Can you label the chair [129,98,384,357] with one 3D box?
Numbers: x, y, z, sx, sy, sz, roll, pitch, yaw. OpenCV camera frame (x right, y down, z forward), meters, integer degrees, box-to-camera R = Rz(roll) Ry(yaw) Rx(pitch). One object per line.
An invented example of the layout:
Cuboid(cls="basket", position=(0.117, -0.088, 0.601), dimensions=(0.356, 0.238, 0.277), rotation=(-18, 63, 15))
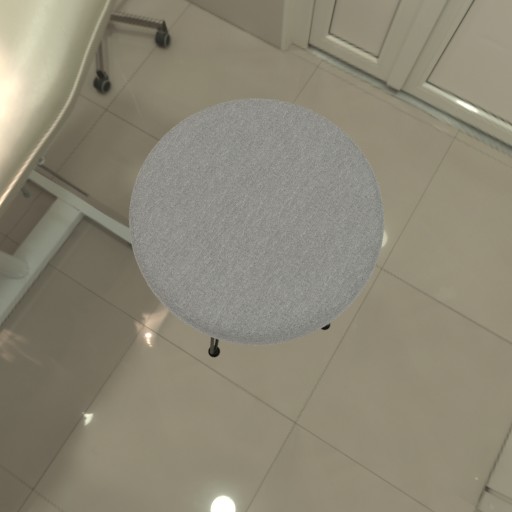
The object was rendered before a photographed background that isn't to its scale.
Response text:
Cuboid(cls="chair", position=(0.000, 0.000, 0.705), dimensions=(0.350, 0.440, 0.350), rotation=(31, 78, 7))
